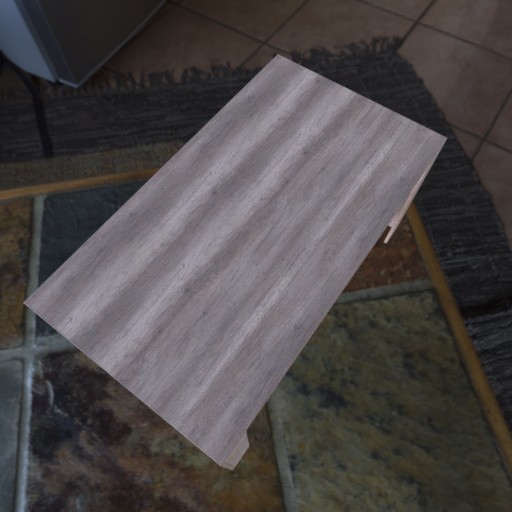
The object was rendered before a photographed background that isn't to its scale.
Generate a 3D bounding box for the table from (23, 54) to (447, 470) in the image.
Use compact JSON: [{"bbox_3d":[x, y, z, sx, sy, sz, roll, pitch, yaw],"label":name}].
[{"bbox_3d":[0.000,0.000,2.107,0.900,0.775,1.600,33,68,15],"label":"table"}]
